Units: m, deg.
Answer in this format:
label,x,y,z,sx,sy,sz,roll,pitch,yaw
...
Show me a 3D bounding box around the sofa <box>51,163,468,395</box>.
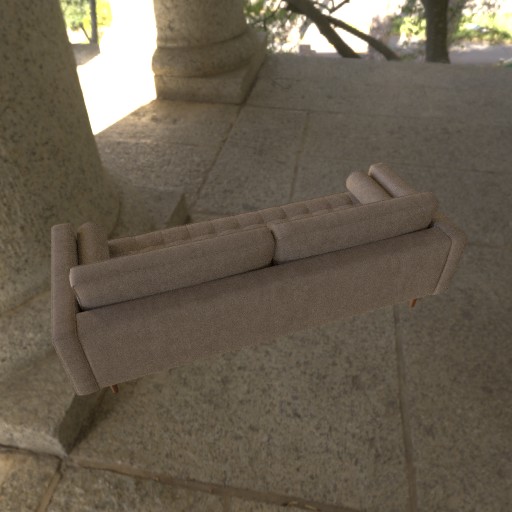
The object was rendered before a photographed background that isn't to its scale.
label,x,y,z,sx,sy,sz,roll,pitch,yaw
sofa,0.000,0.000,2.616,2.200,0.770,0.919,-13,43,-14
